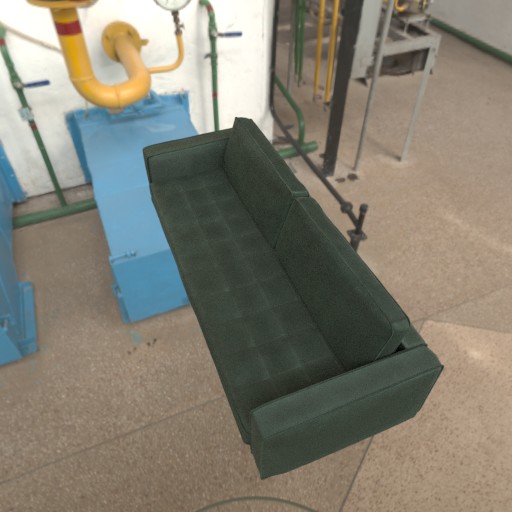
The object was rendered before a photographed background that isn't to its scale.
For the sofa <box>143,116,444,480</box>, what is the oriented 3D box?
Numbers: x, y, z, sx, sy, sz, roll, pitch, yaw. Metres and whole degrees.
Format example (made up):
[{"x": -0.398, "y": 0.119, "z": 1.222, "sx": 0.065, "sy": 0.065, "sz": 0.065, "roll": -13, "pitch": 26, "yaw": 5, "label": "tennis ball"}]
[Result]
[{"x": 0.000, "y": 0.000, "z": 2.609, "sx": 0.886, "sy": 0.781, "sz": 2.214, "roll": -16, "pitch": 48, "yaw": -15, "label": "sofa"}]
